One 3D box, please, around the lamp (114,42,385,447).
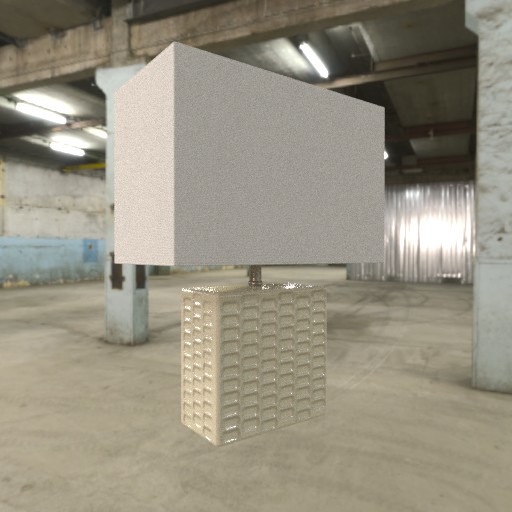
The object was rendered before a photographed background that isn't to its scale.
[{"bbox_3d":[0.000,0.000,0.696,0.380,0.515,0.200,0,0,-37],"label":"lamp"}]
